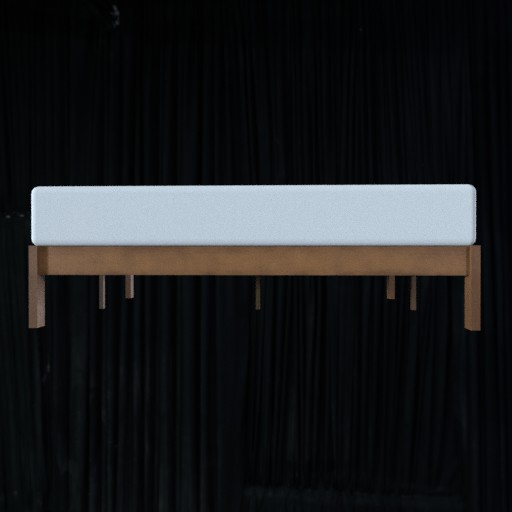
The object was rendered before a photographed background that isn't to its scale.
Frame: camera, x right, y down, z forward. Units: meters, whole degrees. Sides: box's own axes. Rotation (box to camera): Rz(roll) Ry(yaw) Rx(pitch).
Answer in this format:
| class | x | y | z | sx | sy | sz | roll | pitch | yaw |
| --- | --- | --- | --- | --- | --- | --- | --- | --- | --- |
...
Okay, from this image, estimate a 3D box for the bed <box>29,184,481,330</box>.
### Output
| class | x | y | z | sx | sy | sz | roll | pitch | yaw |
| --- | --- | --- | --- | --- | --- | --- | --- | --- | --- |
| bed | 0.000 | 0.000 | 2.563 | 1.927 | 0.616 | 1.348 | 0 | 0 | 2 |
